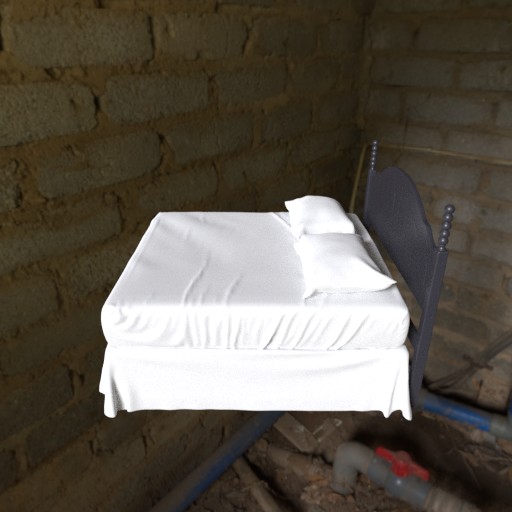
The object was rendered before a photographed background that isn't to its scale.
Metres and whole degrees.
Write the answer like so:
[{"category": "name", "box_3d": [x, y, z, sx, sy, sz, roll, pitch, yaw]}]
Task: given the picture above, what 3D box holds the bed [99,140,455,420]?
[{"category": "bed", "box_3d": [0.000, 0.000, 3.242, 2.040, 1.356, 1.873, 0, 26, 0]}]
